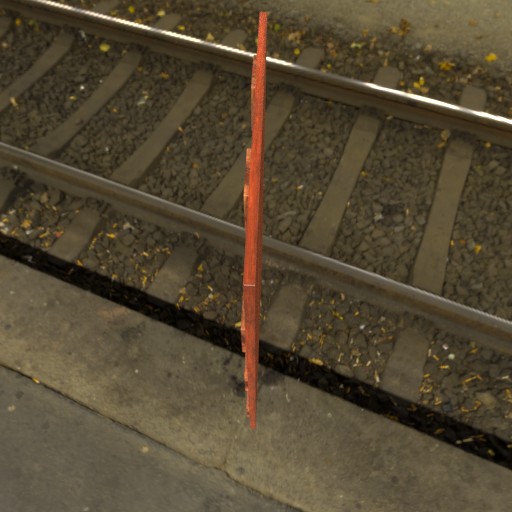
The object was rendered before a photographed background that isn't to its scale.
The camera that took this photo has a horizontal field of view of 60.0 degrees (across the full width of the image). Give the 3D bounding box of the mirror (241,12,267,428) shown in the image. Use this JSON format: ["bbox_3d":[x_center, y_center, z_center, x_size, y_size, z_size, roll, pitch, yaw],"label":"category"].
[{"bbox_3d":[0.000,0.000,1.029,0.021,0.805,0.600,2,57,1],"label":"mirror"}]
